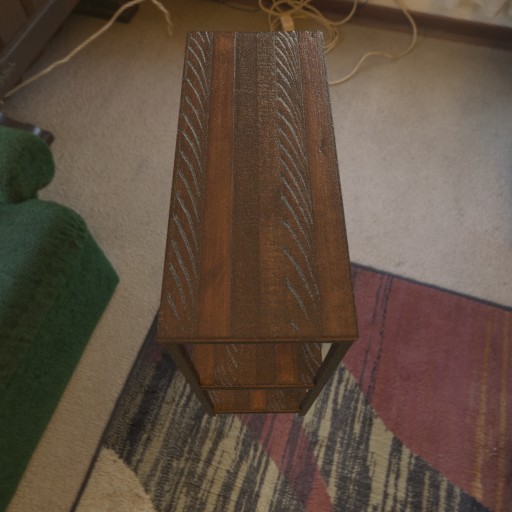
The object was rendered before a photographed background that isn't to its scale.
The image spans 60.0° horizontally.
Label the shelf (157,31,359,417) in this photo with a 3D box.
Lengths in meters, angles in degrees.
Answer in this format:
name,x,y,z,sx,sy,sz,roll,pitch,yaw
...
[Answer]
name,x,y,z,sx,sy,sz,roll,pitch,yaw
shelf,0.000,0.000,1.379,0.352,0.947,0.822,0,62,0
